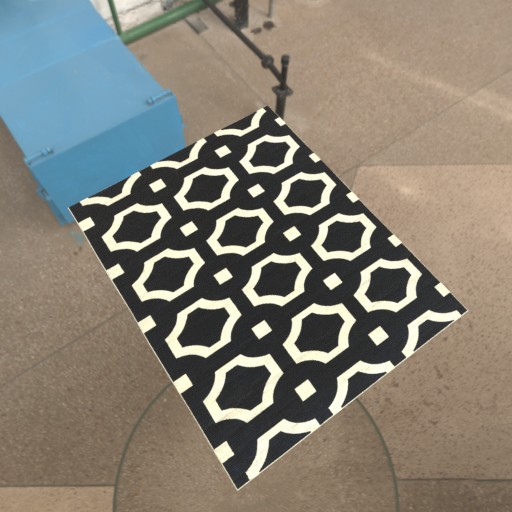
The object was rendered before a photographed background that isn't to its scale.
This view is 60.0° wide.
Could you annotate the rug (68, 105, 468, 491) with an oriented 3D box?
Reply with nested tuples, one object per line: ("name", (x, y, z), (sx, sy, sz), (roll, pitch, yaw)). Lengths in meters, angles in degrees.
("rug", (0.000, 0.000, 4.176), (2.466, 0.021, 3.049), (-32, 67, -15))
